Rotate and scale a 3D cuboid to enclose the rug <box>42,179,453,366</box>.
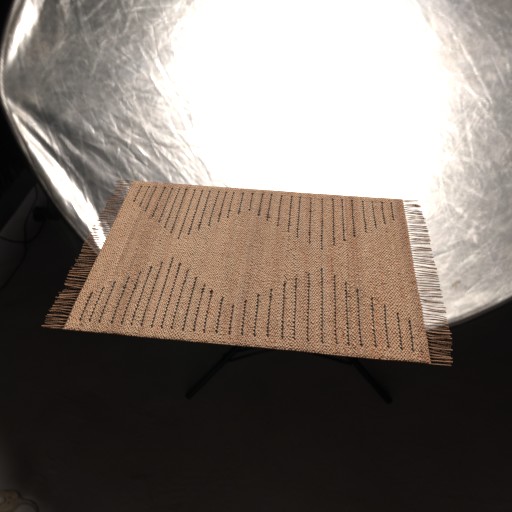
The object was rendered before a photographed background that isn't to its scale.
[{"bbox_3d":[0.000,0.000,2.593,2.085,0.027,1.224,5,48,4],"label":"rug"}]
